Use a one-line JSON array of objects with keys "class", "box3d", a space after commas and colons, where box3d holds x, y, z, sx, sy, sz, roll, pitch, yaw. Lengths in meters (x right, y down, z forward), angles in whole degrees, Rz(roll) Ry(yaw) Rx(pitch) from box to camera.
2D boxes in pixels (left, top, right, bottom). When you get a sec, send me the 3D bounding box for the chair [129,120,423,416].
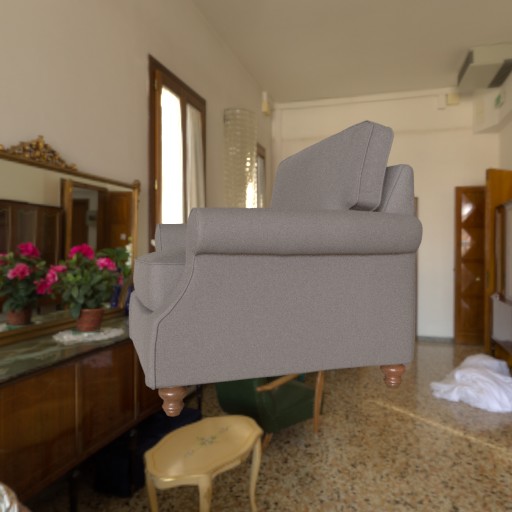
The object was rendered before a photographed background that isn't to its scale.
[{"class": "chair", "box3d": [0.000, 0.000, 1.831, 0.966, 0.967, 1.029, 0, 1, -19]}]
